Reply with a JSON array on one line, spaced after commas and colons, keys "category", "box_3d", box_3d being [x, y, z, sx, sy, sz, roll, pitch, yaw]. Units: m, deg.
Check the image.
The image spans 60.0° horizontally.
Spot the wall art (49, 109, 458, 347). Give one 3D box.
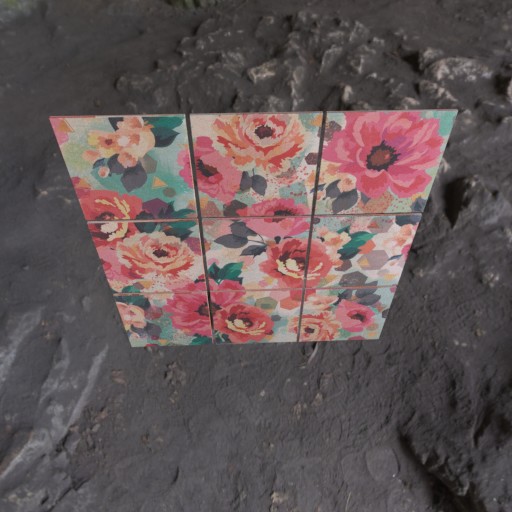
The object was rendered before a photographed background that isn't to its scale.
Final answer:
[{"category": "wall art", "box_3d": [0.000, 0.000, 2.193, 1.521, 1.519, 0.013, -2, 46, -2]}]
